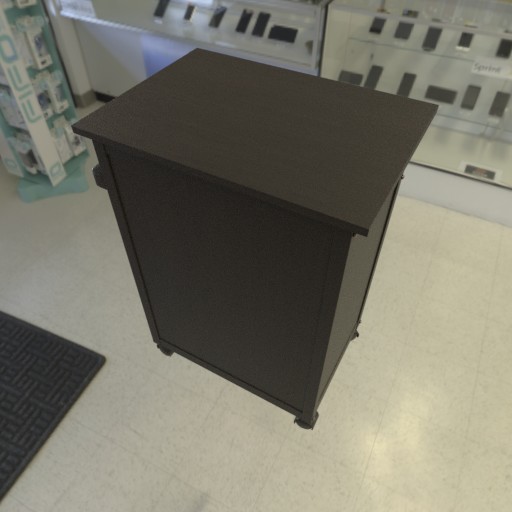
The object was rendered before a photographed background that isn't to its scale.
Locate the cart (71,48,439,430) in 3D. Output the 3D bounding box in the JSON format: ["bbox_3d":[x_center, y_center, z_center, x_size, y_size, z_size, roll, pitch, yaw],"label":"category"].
[{"bbox_3d":[0.000,0.000,1.258,0.660,0.879,0.456,22,50,20],"label":"cart"}]
